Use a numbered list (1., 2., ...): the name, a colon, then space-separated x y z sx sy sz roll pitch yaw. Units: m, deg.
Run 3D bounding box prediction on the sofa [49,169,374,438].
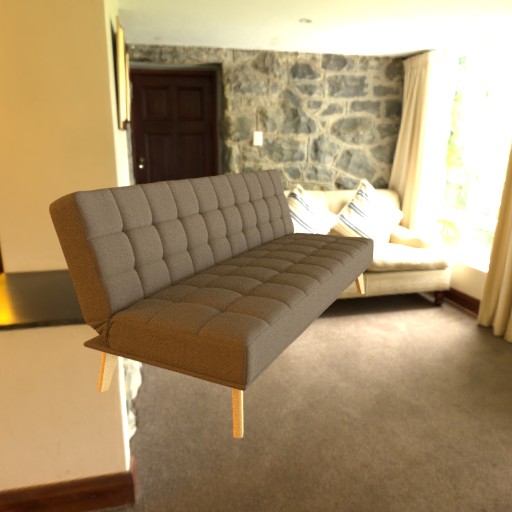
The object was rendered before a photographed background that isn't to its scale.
1. sofa: 0.000 0.000 2.336 0.860 0.810 1.800 7 16 26
